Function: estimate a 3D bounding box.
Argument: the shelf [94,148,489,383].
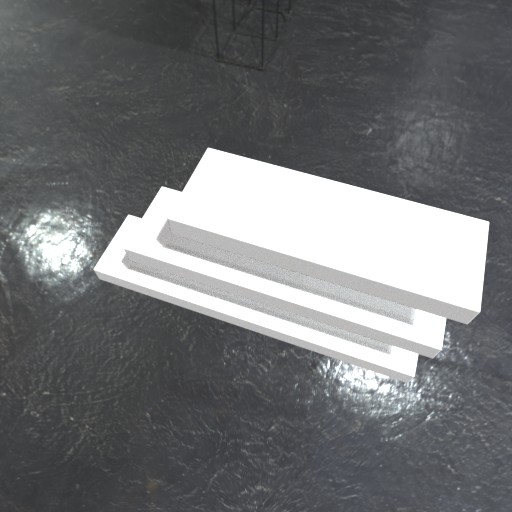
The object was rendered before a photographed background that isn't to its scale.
[{"bbox_3d":[0.000,0.000,0.733,0.610,0.293,0.140,17,60,10],"label":"shelf"}]
